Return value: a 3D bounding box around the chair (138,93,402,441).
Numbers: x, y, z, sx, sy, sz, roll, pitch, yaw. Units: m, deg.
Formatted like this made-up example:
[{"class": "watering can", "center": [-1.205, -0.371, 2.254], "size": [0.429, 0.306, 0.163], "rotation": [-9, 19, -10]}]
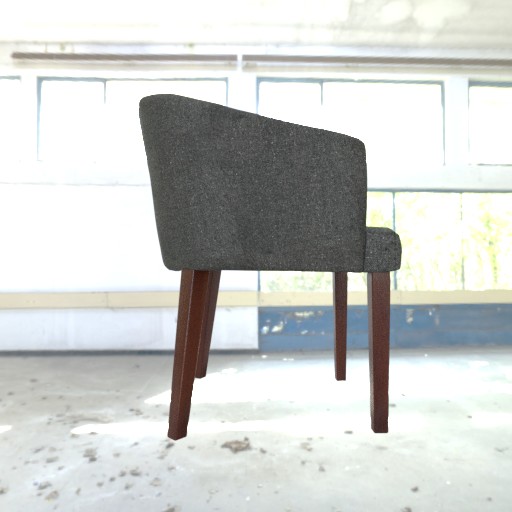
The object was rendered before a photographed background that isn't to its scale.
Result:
[{"class": "chair", "center": [0.000, 0.000, 1.245], "size": [0.655, 0.811, 0.583], "rotation": [0, -1, -1]}]
